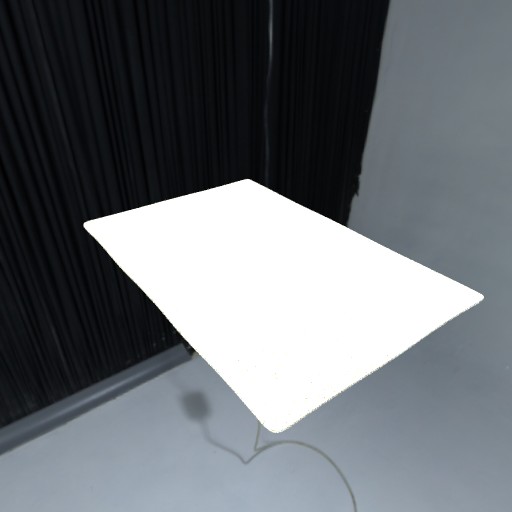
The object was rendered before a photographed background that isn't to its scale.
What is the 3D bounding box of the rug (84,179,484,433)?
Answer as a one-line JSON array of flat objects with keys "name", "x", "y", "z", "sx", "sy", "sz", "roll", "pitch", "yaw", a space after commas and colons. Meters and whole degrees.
[{"name": "rug", "x": 0.000, "y": 0.000, "z": 3.415, "sx": 1.798, "sy": 0.025, "sz": 2.698, "roll": -21, "pitch": 36, "yaw": -31}]
